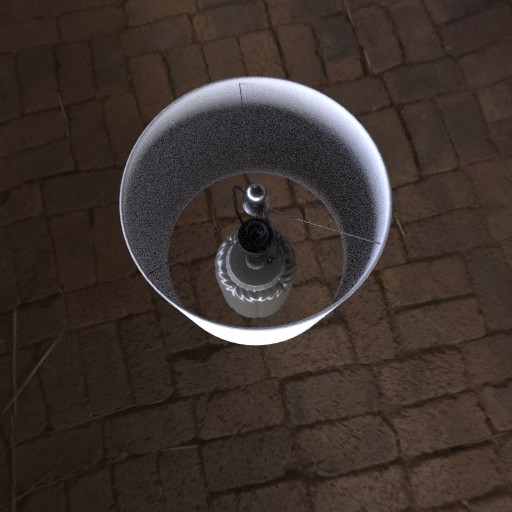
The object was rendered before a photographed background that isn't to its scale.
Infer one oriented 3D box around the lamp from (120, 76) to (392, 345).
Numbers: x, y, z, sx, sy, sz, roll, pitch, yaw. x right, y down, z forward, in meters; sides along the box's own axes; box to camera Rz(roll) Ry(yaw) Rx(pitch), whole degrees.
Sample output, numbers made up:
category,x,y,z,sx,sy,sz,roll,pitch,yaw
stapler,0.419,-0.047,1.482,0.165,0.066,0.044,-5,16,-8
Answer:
category,x,y,z,sx,sy,sz,roll,pitch,yaw
lamp,0.000,0.000,0.512,0.203,0.389,0.203,-37,78,-9
